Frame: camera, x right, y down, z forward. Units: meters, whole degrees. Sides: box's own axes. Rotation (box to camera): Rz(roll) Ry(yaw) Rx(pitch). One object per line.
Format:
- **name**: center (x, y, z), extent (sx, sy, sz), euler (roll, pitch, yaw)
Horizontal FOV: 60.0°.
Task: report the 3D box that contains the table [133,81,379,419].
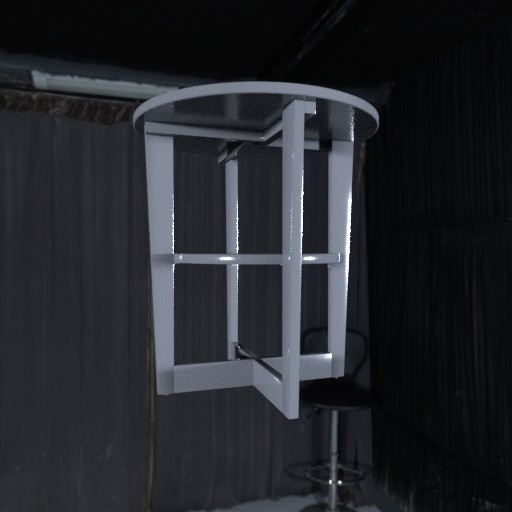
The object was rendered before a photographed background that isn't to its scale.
- **table**: center (0.000, 0.000, 0.941), extent (0.500, 0.550, 0.500), euler (0, 1, 0)
